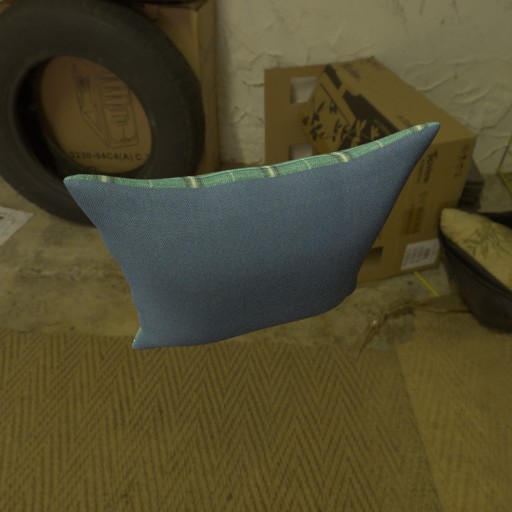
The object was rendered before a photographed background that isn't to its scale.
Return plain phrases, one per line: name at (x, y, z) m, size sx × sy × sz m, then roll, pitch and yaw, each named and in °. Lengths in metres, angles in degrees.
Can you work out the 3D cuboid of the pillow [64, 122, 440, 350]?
pillow at (0.000, 0.000, 0.690) m, size 0.453 × 0.430 × 0.200 m, roll -12°, pitch 43°, yaw -13°
